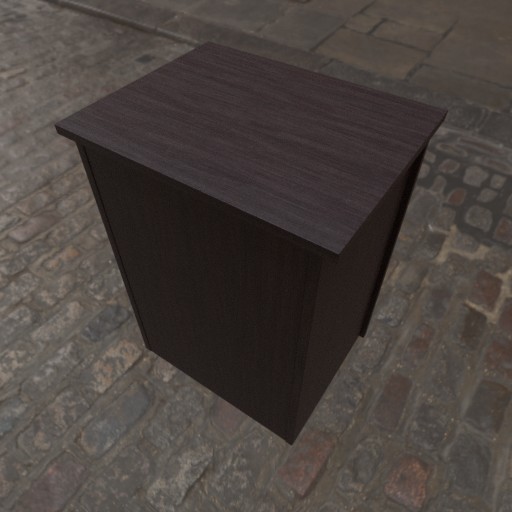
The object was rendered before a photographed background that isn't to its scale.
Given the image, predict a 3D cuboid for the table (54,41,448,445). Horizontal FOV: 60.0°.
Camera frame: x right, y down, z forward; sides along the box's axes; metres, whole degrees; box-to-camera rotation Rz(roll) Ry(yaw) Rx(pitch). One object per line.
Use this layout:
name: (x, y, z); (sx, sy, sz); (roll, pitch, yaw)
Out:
table: (0.000, 0.000, 0.918); (0.480, 0.635, 0.381); (26, 52, 22)
